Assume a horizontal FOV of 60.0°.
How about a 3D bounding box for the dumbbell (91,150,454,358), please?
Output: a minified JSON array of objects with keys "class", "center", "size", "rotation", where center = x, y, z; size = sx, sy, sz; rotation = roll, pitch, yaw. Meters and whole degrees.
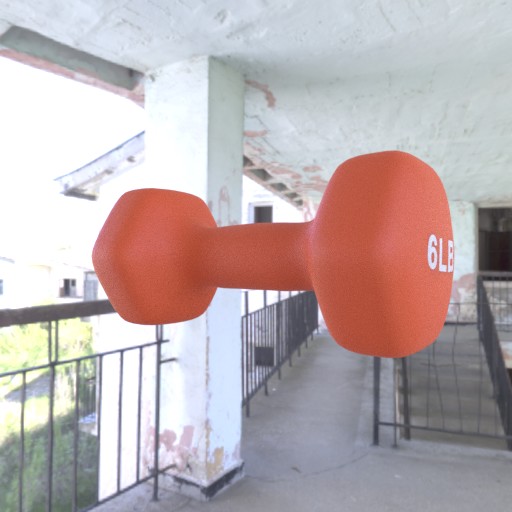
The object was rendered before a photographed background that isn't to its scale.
[{"class":"dumbbell","center":[0.000,0.000,0.202],"size":[0.162,0.071,0.079],"rotation":[-1,-1,38]}]
